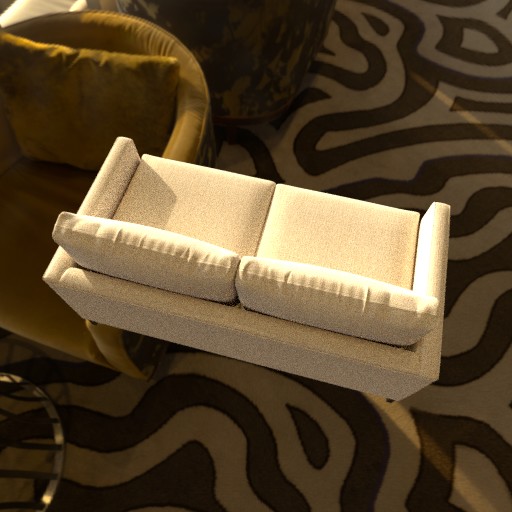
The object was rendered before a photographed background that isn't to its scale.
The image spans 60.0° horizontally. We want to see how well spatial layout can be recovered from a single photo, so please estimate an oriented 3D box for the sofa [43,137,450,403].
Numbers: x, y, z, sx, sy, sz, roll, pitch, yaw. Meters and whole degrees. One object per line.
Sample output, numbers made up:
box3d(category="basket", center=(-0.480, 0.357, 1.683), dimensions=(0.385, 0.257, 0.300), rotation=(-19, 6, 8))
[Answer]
box3d(category="sofa", center=(0.000, 0.000, 2.070), dimensions=(1.651, 0.812, 0.839), rotation=(13, 63, 7))
